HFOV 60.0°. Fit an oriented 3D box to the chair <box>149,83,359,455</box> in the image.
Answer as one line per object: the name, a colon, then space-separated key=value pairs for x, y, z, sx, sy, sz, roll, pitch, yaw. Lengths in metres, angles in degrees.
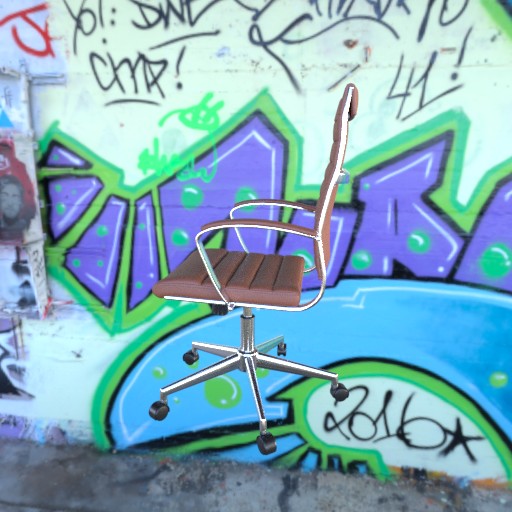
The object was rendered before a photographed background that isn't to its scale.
chair: x=0.000 y=0.000 z=1.660 sx=0.739 sy=1.149 sz=0.766 roll=2 pitch=14 yaw=8
